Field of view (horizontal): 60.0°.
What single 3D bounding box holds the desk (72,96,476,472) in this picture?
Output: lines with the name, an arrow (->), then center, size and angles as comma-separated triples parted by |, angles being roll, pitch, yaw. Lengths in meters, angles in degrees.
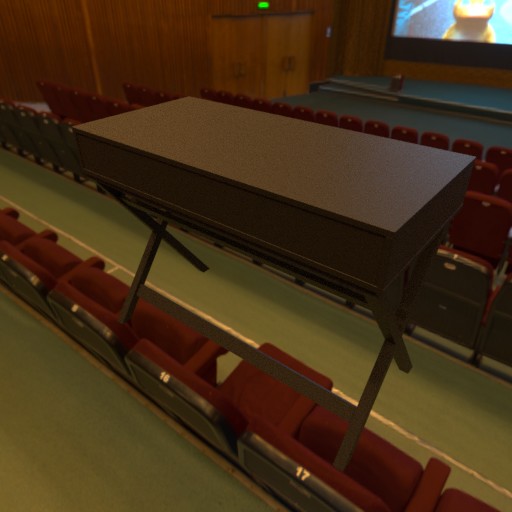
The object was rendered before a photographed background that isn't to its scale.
desk -> 0.000, 0.000, 1.470 | 1.057, 0.780, 0.504 | 23, 39, 32
